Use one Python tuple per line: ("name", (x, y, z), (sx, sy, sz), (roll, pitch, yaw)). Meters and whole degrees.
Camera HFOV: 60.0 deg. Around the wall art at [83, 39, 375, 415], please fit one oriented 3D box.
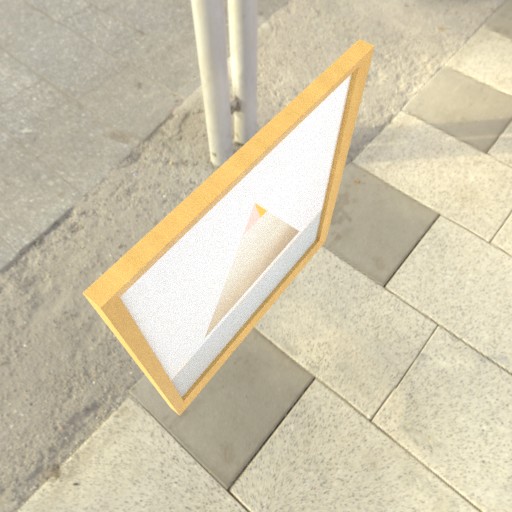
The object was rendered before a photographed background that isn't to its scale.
("wall art", (0.000, 0.000, 2.829), (0.097, 1.936, 1.935), (34, 65, 18))
